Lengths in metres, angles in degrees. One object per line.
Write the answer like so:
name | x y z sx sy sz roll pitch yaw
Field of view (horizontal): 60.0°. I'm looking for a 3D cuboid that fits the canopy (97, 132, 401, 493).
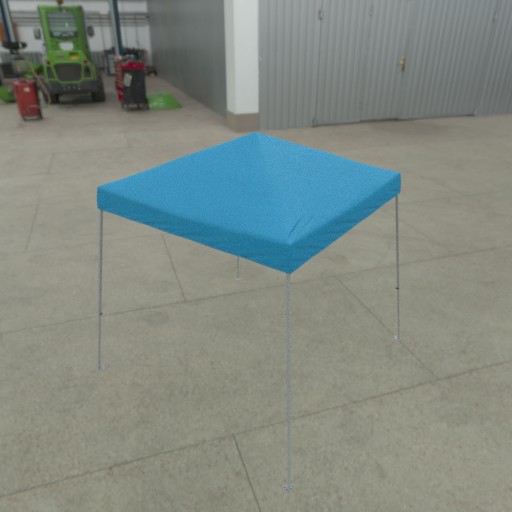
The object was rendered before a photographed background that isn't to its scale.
canopy | 0.000 0.000 6.552 3.599 3.600 3.600 18 32 32
